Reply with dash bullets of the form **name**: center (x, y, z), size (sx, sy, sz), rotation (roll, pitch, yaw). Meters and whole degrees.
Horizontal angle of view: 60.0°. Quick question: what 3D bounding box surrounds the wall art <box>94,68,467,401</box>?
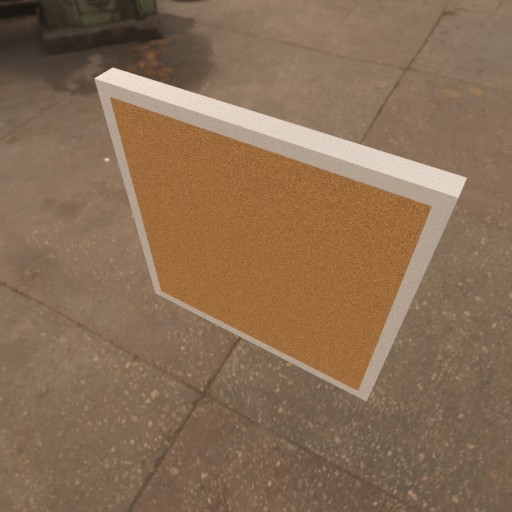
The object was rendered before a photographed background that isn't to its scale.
- **wall art**: center (0.000, 0.000, 0.745), size (0.507, 0.508, 0.038), rotation (24, 53, 19)
